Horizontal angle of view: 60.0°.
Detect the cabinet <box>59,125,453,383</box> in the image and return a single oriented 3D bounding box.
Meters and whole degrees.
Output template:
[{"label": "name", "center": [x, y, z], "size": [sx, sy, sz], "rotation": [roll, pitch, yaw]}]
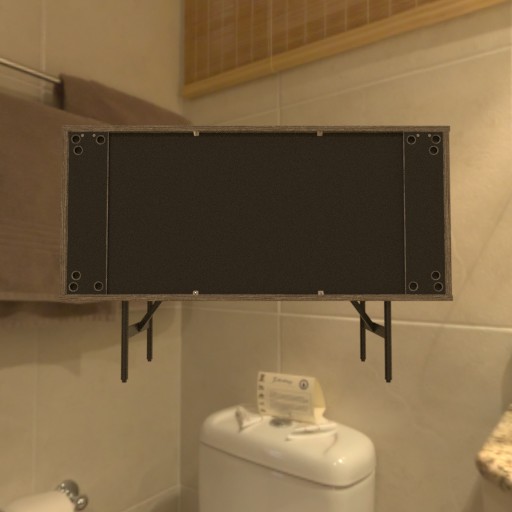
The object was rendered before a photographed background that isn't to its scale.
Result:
[{"label": "cabinet", "center": [0.000, 0.000, 1.549], "size": [1.194, 0.787, 0.405], "rotation": [0, -2, 0]}]
